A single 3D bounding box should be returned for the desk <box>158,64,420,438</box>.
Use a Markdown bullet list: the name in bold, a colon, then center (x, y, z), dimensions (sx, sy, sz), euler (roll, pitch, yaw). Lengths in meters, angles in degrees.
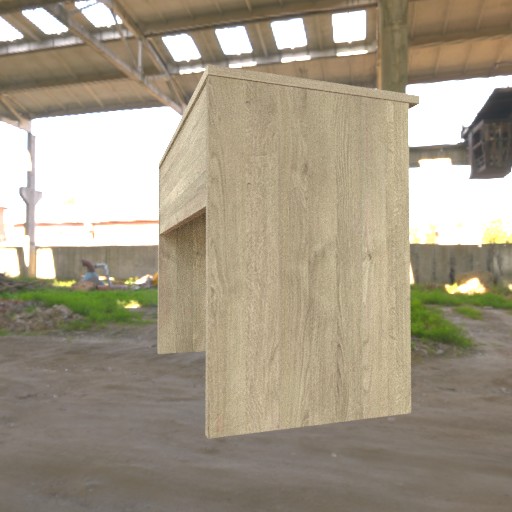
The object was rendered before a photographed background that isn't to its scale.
- **desk**: center (0.000, 0.000, 1.357), dimensions (0.498, 0.724, 0.893), euler (0, -1, -19)
